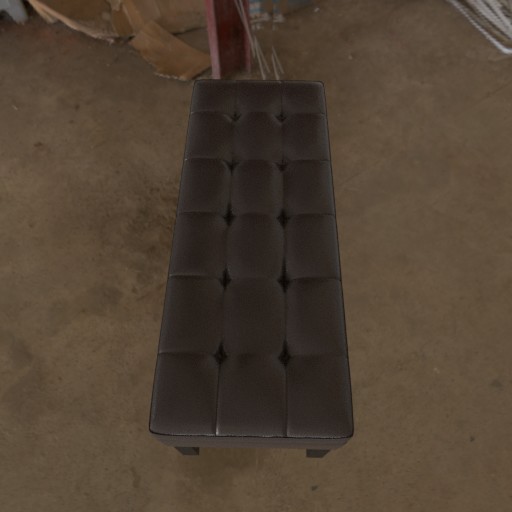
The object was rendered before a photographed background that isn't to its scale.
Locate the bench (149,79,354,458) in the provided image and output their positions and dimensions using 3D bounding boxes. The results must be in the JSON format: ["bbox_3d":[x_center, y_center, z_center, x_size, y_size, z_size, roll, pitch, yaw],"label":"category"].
[{"bbox_3d":[0.000,0.000,1.357,0.432,0.460,1.105,1,60,1],"label":"bench"}]
